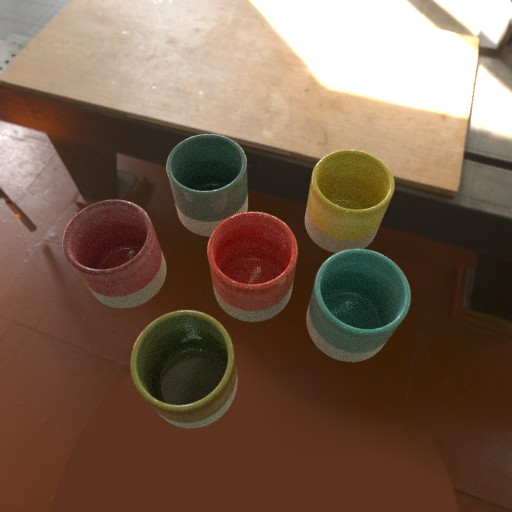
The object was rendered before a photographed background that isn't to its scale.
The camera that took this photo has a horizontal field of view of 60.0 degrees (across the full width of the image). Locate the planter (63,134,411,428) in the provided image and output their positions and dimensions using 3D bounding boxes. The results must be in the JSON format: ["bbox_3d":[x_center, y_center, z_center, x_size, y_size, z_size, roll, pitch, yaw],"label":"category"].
[{"bbox_3d":[0.000,0.000,0.405,0.286,0.075,0.257,-32,65,-17],"label":"planter"}]
